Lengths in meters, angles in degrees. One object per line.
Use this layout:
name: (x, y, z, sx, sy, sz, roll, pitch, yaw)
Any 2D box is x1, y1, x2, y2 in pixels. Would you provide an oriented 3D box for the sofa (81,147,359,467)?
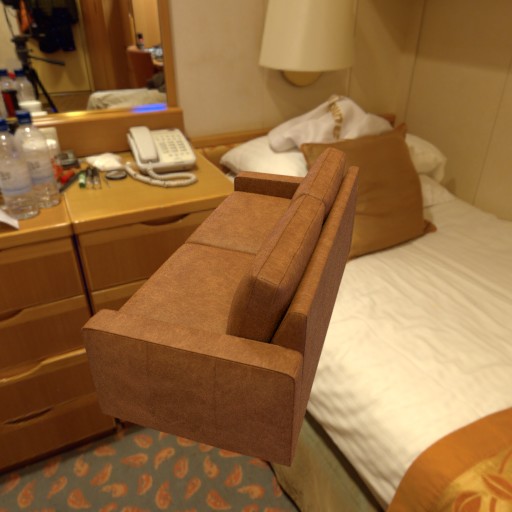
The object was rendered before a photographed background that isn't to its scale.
sofa: (0.000, 0.000, 2.736, 0.991, 0.928, 2.156, 9, 32, 15)
